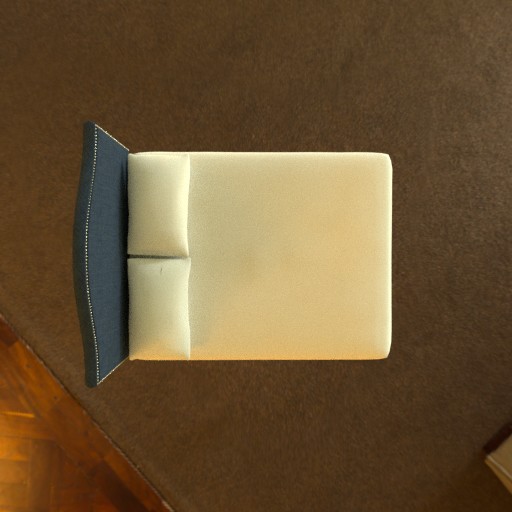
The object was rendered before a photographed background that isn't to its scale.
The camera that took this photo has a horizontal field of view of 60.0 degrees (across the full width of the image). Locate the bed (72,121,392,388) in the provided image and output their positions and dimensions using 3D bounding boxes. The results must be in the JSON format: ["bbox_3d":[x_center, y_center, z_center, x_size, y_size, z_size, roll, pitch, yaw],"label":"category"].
[{"bbox_3d":[0.000,0.000,3.293,2.153,1.518,1.713,0,91,-1],"label":"bed"}]
